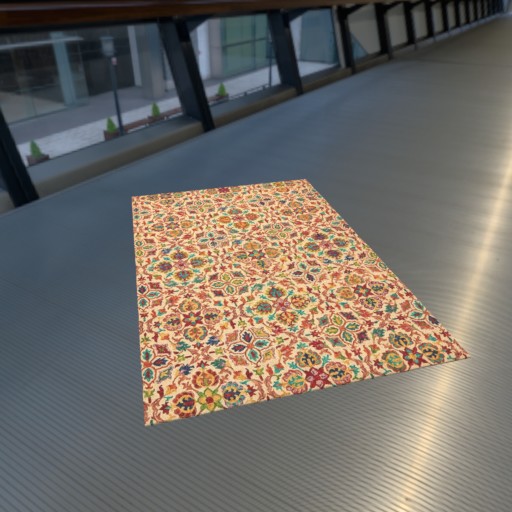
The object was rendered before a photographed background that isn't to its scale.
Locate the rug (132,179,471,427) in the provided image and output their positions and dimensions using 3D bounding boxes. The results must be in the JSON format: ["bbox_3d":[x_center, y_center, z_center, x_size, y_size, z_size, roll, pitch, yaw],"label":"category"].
[{"bbox_3d":[0.000,0.000,2.319,1.226,0.013,1.838,-8,33,-12],"label":"rug"}]
